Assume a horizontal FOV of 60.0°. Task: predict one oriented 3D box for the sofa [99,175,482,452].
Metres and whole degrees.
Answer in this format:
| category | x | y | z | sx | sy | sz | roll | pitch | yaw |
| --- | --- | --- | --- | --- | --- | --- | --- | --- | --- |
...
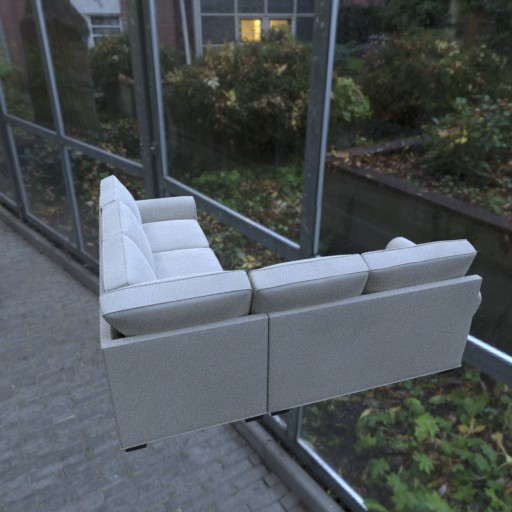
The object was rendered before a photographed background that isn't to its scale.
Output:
| category | x | y | z | sx | sy | sz | roll | pitch | yaw |
| --- | --- | --- | --- | --- | --- | --- | --- | --- | --- |
| sofa | 0.000 | 0.000 | 3.796 | 2.487 | 1.054 | 2.569 | -8 | 28 | -16 |
